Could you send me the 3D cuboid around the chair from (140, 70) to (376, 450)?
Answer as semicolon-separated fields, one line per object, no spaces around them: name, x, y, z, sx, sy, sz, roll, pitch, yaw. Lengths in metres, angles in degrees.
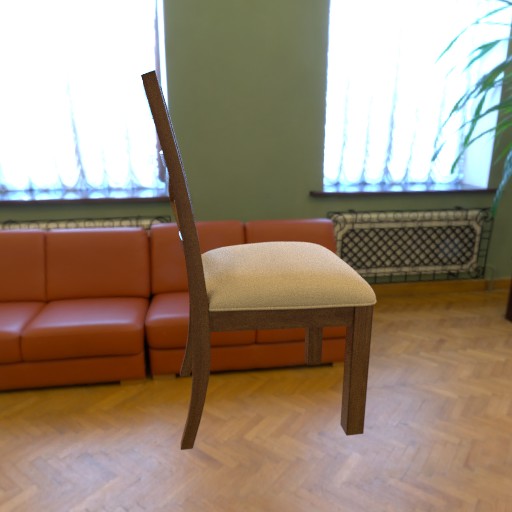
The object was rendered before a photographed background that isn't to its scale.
chair;0.000;0.000;1.288;0.581;0.949;0.461;-3;16;-9
